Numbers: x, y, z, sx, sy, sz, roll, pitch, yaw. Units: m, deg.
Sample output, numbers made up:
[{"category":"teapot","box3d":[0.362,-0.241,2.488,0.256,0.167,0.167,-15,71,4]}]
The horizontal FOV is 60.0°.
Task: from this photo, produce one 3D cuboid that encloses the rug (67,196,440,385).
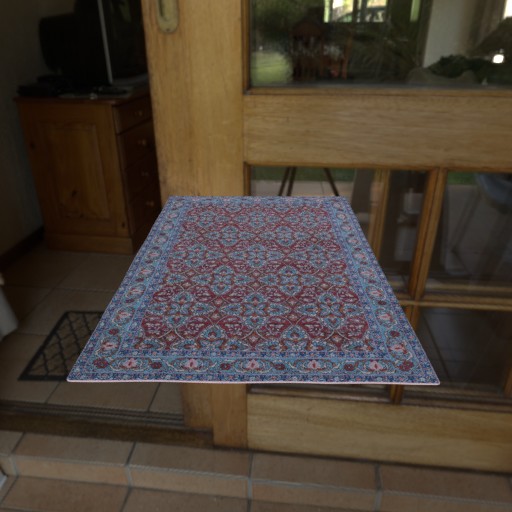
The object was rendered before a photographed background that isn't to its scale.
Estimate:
[{"category":"rug","box3d":[0.000,0.000,2.254,1.219,0.009,1.829,0,27,1]}]
